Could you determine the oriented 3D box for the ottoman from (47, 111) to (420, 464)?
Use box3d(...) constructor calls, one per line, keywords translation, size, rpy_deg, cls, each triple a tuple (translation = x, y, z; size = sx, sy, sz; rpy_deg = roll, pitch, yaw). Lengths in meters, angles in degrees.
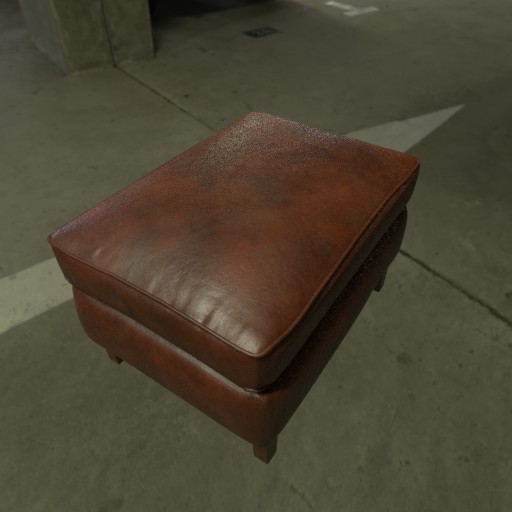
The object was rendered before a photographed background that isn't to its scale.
box3d(translation=(0.000, 0.000, 0.981), size=(0.501, 0.432, 0.665), rpy_deg=(24, 47, 25), cls="ottoman")
